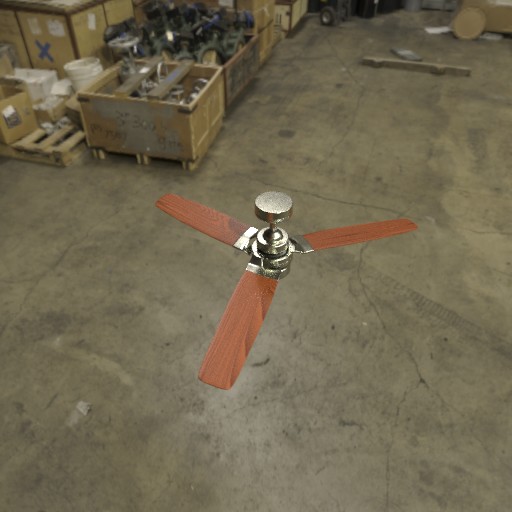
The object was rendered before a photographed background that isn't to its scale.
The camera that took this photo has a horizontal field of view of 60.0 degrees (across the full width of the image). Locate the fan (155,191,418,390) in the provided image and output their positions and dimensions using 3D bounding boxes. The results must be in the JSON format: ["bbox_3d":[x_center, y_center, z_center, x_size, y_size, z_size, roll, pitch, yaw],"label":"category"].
[{"bbox_3d":[0.000,0.000,2.012,1.416,0.410,1.271,12,42,13],"label":"fan"}]
